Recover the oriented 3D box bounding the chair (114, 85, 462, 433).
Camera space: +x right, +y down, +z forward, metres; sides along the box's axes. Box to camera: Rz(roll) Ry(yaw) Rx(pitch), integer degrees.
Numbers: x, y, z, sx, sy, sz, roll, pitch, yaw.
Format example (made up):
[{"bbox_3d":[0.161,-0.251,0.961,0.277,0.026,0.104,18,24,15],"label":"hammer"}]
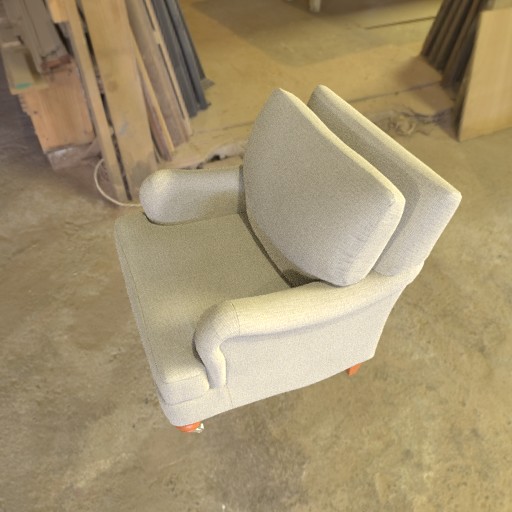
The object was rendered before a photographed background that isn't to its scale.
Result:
[{"bbox_3d":[0.000,0.000,1.851,1.070,1.038,0.955,-16,46,-16],"label":"chair"}]
